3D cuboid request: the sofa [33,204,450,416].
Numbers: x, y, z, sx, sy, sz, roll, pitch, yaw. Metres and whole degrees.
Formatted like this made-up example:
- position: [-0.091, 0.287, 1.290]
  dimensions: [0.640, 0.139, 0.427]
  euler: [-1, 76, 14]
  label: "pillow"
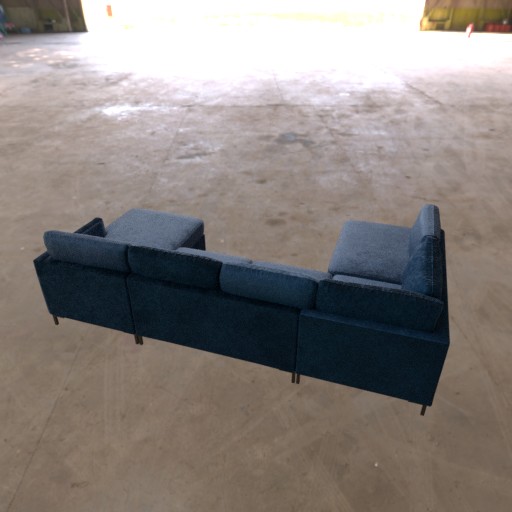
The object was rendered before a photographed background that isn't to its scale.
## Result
- position: [0.000, 0.000, 4.321]
  dimensions: [3.434, 0.992, 2.055]
  euler: [10, 33, 16]
  label: "sofa"
